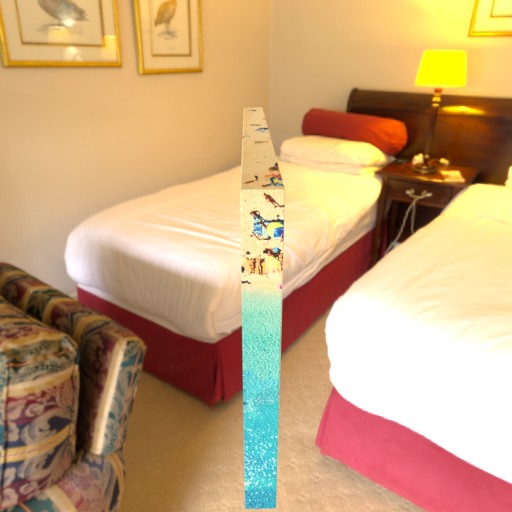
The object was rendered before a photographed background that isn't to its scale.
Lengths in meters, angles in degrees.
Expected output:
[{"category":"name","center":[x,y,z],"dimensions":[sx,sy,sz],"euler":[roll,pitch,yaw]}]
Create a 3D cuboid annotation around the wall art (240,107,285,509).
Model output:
[{"category":"wall art","center":[0.000,0.000,0.737],"dimensions":[0.039,0.406,0.609],"euler":[0,25,-1]}]
